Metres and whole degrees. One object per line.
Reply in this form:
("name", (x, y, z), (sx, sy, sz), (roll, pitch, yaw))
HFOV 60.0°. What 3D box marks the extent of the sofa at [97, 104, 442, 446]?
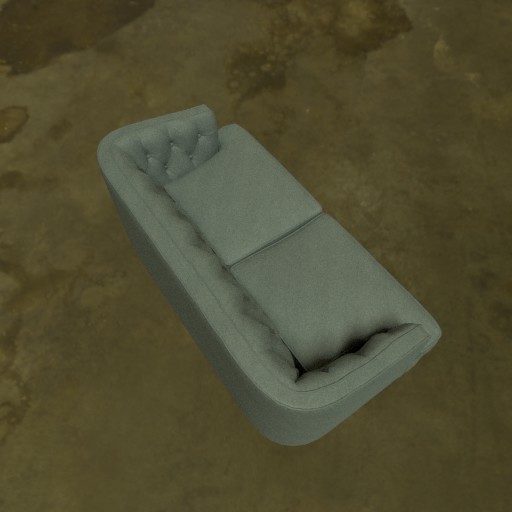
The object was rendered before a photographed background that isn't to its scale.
("sofa", (0.000, 0.000, 2.280), (0.941, 0.855, 1.733), (-31, 63, -18))
